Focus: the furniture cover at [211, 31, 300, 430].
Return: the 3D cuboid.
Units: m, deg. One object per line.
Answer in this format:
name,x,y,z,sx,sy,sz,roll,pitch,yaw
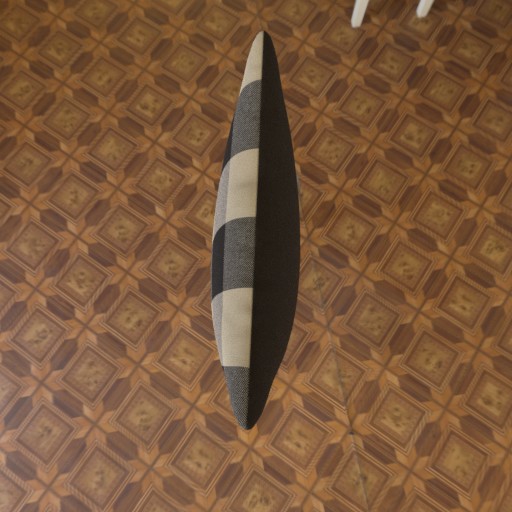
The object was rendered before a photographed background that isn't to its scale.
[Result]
furniture cover,0.000,0.000,0.786,0.161,0.509,0.511,2,77,1
